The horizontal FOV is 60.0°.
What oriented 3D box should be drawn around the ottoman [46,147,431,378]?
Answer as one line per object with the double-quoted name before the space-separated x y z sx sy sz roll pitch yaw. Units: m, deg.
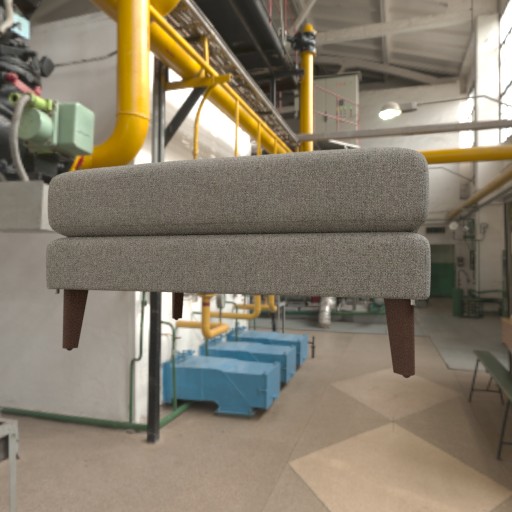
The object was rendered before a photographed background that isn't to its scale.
"ottoman" 0.000 0.000 1.160 0.821 0.441 0.611 0 0 18
